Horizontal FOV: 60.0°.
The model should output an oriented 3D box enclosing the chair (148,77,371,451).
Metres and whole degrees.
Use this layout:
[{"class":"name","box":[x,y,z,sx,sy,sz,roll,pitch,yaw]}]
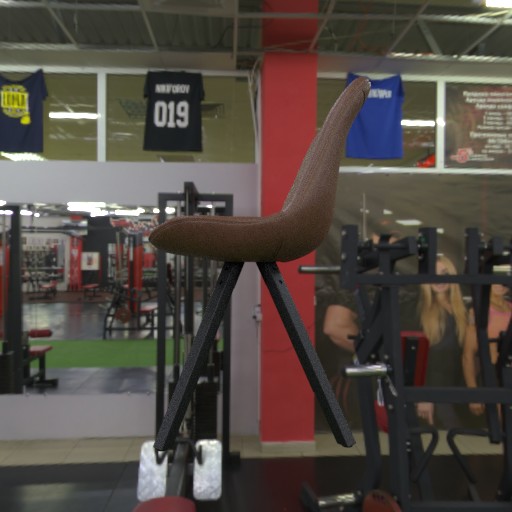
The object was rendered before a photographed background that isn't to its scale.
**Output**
[{"class":"chair","box":[0.000,0.000,1.176,0.550,0.850,0.475,0,0,-1]}]
